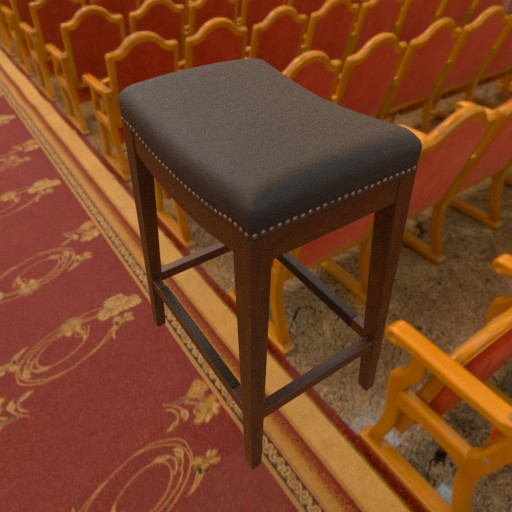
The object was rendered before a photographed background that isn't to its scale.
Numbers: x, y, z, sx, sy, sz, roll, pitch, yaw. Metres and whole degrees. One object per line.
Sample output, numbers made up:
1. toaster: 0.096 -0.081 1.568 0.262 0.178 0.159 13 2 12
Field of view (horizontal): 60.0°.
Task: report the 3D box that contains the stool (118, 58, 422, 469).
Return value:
1. stool: 0.000 0.000 0.934 0.353 0.664 0.490 -24 47 -25
